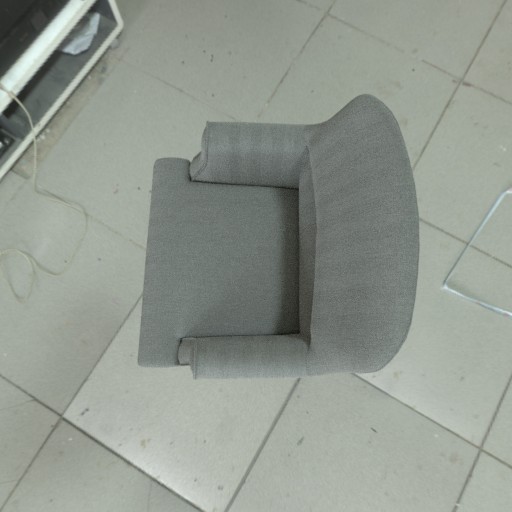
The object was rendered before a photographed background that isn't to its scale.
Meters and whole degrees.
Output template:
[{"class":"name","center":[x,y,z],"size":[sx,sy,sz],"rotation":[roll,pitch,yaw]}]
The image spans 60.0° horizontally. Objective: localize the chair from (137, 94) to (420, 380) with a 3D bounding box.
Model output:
[{"class":"chair","center":[0.000,0.000,1.435],"size":[0.755,0.880,0.772],"rotation":[1,76,0]}]
